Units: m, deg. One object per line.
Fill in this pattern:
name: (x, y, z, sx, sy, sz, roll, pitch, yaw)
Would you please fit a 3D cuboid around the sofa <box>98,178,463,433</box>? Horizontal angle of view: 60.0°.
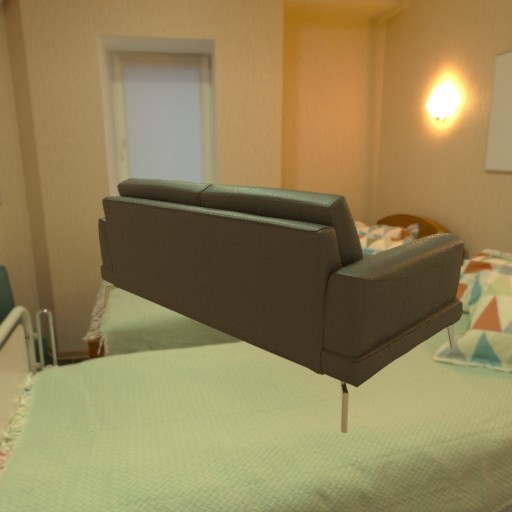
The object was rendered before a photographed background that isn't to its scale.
sofa: (0.000, 0.000, 2.757, 2.177, 0.930, 1.121, 13, 19, 43)
